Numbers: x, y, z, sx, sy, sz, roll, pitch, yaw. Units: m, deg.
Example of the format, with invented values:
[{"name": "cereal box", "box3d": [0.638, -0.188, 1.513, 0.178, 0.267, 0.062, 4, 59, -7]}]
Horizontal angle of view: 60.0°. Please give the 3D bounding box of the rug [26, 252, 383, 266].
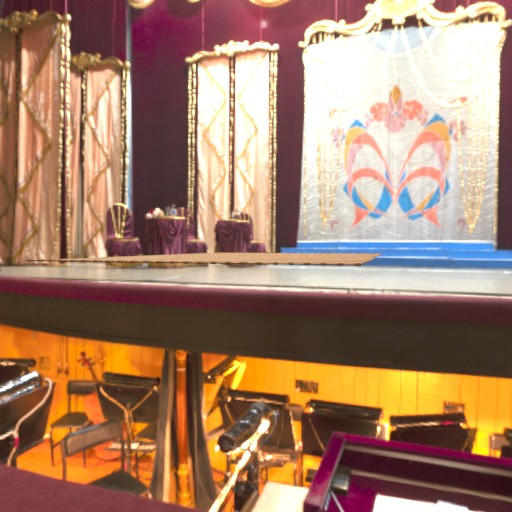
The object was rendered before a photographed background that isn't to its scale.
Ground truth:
[{"name": "rug", "box3d": [0.000, 0.000, 3.856, 2.030, 0.017, 3.040, 0, 1, 18]}]
